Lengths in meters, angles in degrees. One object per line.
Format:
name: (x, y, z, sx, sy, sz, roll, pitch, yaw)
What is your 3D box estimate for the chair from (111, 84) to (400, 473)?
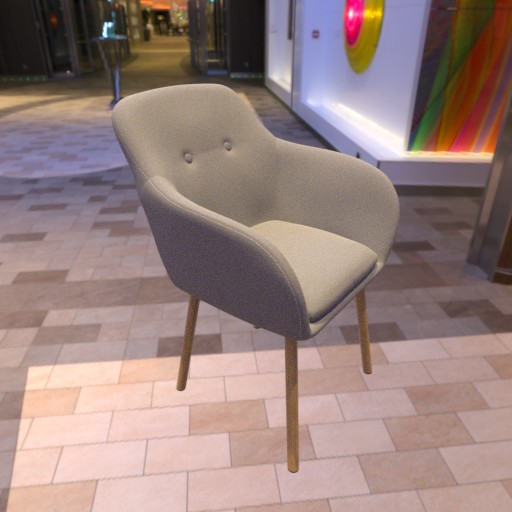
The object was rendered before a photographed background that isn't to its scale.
chair: (0.000, 0.000, 1.207, 0.590, 0.830, 0.570, 20, 34, 32)
